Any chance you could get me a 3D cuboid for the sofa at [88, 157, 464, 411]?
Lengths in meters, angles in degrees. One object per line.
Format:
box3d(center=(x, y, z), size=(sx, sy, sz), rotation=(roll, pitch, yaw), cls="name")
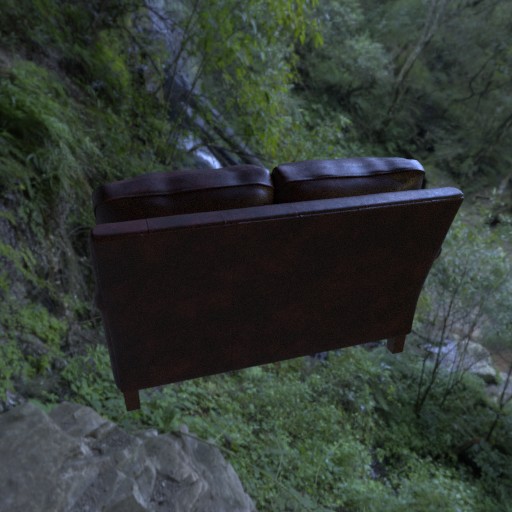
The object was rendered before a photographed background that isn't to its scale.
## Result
box3d(center=(0.000, 0.000, 2.346), size=(1.628, 1.070, 1.148), rotation=(-8, 28, -15), cls="sofa")
